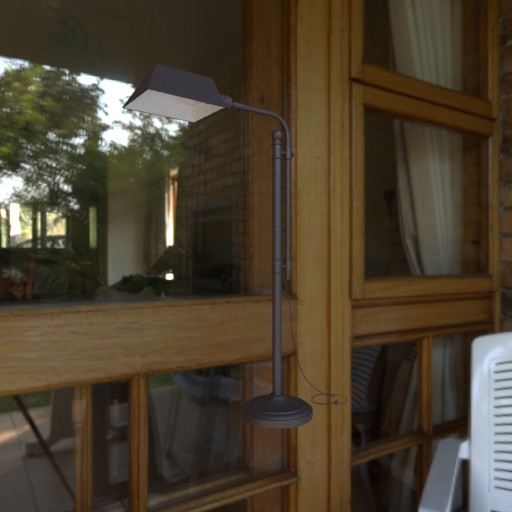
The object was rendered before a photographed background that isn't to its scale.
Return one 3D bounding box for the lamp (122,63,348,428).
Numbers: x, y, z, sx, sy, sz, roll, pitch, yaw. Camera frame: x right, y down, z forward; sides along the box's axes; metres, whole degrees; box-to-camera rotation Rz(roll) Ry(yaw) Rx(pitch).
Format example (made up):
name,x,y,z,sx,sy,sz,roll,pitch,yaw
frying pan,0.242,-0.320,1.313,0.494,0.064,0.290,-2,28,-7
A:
name,x,y,z,sx,sy,sz,roll,pitch,yaw
lamp,0.000,0.000,0.953,0.545,0.708,0.159,0,0,-37
